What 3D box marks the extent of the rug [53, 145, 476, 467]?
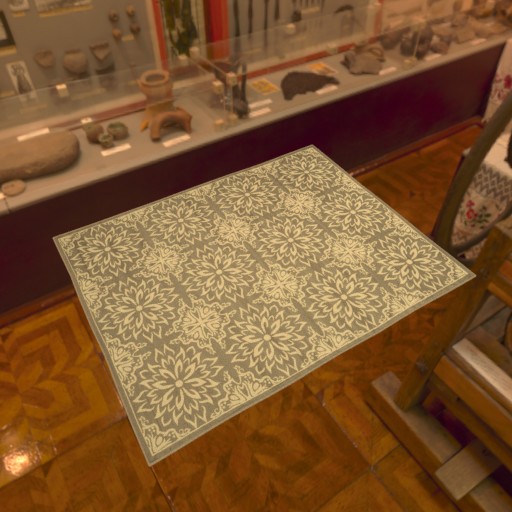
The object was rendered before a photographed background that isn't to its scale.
[{"bbox_3d":[0.000,0.000,3.948,2.980,0.012,2.363,-24,51,-21],"label":"rug"}]
